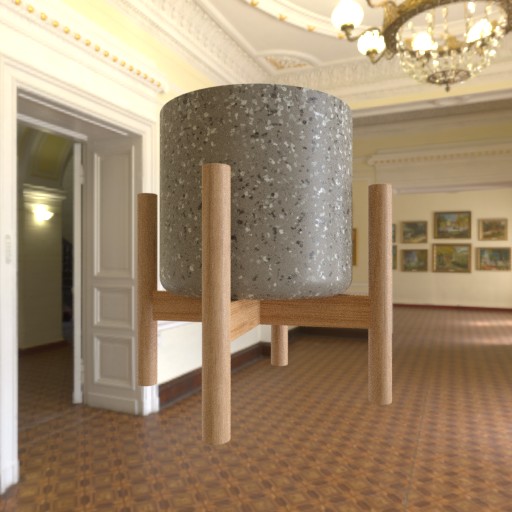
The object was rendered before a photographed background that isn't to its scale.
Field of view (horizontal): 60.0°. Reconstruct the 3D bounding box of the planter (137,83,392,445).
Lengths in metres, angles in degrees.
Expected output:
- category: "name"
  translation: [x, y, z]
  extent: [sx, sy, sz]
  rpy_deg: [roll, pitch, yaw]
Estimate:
- category: "planter"
  translation: [0.000, 0.000, 0.522]
  extent: [0.284, 0.320, 0.284]
  rpy_deg: [0, 0, 37]
